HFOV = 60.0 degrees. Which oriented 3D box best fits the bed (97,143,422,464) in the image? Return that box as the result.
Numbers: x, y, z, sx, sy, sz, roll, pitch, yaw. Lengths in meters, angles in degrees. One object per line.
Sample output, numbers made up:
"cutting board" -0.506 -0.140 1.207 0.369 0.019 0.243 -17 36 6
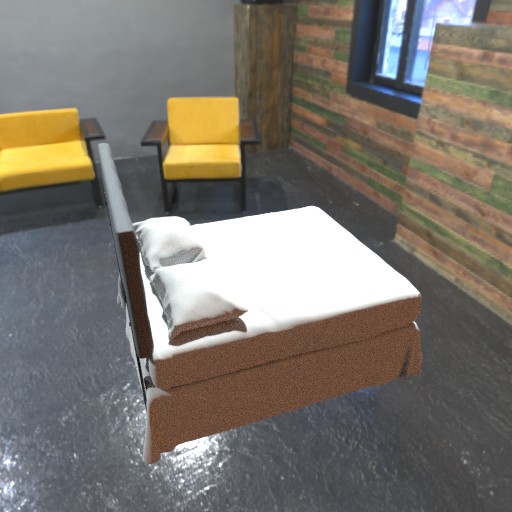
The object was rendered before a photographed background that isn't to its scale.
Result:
"bed" 0.000 0.000 3.509 2.222 1.577 1.936 -11 32 -17
